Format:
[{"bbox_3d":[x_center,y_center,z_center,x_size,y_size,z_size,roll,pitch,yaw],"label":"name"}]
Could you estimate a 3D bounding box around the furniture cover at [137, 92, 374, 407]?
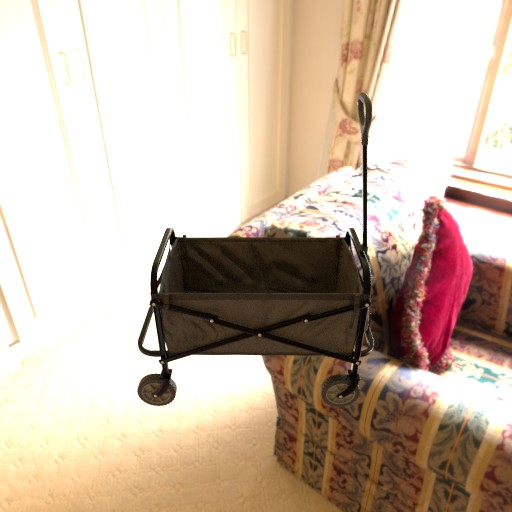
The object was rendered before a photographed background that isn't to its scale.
[{"bbox_3d":[0.000,0.000,1.846,1.038,1.295,0.532,0,31,0],"label":"furniture cover"}]
